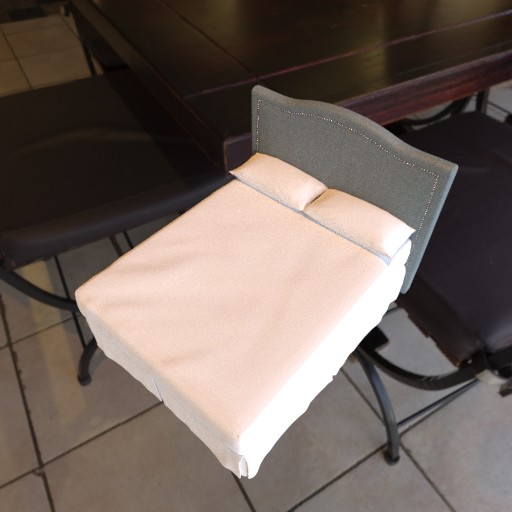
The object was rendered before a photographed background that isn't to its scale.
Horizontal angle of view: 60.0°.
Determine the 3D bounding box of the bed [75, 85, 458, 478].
[{"bbox_3d":[0.000,0.000,3.233,1.753,1.460,2.143,32,55,26],"label":"bed"}]
